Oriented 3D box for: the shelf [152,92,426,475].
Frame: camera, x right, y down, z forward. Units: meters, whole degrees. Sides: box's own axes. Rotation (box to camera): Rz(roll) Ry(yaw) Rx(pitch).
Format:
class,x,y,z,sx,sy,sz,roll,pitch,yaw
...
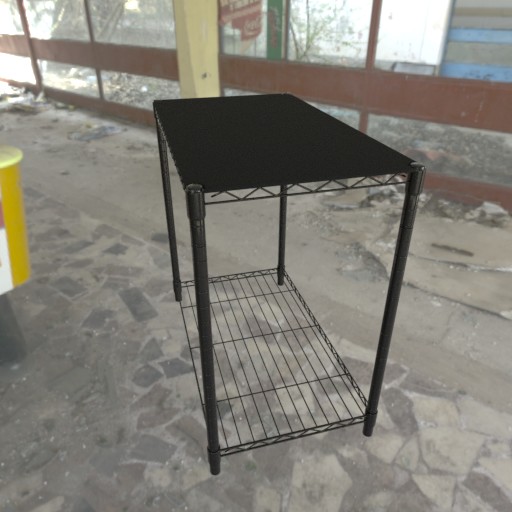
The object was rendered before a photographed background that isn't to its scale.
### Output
class,x,y,z,sx,sy,sz,roll,pitch,yaw
shelf,0.000,0.000,0.960,0.338,0.564,0.589,-8,31,-13
